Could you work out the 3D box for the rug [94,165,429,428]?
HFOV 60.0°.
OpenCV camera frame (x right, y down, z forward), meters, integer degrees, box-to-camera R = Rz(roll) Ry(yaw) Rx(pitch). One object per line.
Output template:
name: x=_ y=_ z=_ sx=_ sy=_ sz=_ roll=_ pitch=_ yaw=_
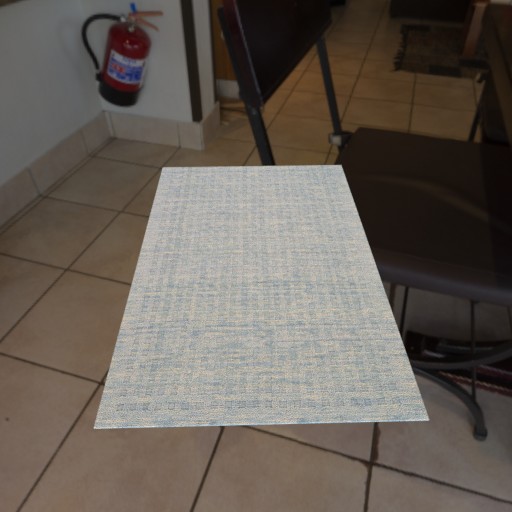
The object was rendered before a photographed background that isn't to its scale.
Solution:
rug: x=0.000 y=0.000 z=2.171 sx=1.142 sy=0.006 sz=1.752 roll=-1 pitch=41 yaw=-1
